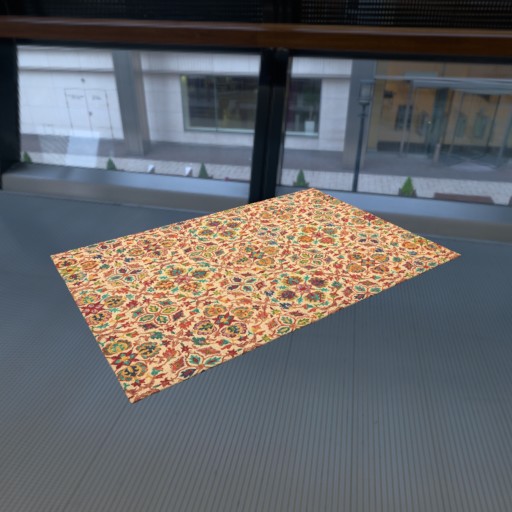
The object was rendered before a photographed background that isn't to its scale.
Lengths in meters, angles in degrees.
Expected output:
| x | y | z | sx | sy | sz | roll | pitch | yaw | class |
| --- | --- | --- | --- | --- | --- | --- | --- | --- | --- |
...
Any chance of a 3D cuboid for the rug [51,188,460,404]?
| x | y | z | sx | sy | sz | roll | pitch | yaw | class |
| --- | --- | --- | --- | --- | --- | --- | --- | --- | --- |
| 0.000 | 0.000 | 2.382 | 1.838 | 0.013 | 1.226 | -18 | 34 | -29 | rug |
